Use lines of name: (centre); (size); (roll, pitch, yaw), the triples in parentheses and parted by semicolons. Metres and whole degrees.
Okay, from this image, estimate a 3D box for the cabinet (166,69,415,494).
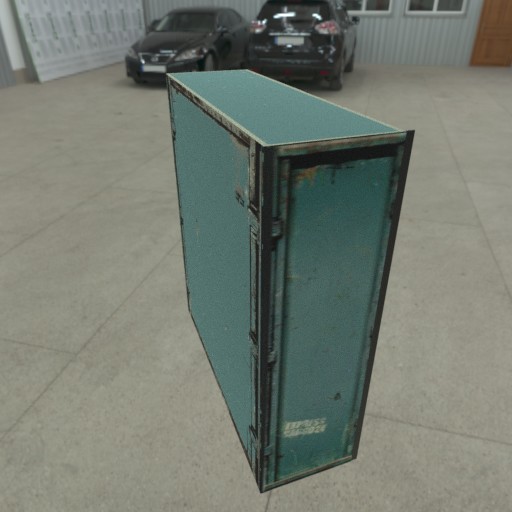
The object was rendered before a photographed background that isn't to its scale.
cabinet: (0.000, 0.000, 3.099); (0.680, 2.160, 2.000); (-10, 32, -17)
